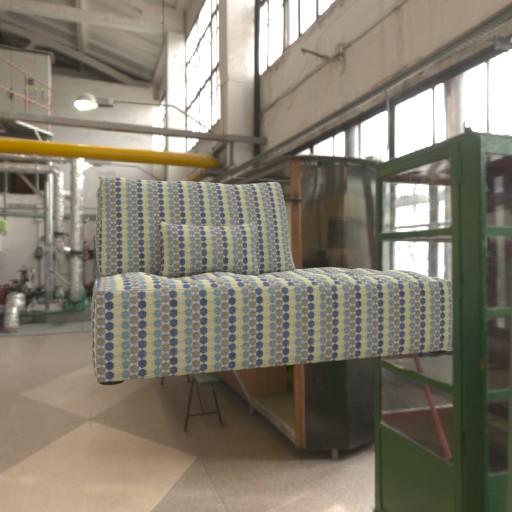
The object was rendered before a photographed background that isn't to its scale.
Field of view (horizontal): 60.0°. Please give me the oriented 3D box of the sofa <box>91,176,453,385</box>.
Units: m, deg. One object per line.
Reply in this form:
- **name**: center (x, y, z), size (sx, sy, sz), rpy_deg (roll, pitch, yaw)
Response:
- **sofa**: center (0.000, 0.000, 2.094), size (1.450, 0.820, 1.000), rpy_deg (0, 1, -20)
